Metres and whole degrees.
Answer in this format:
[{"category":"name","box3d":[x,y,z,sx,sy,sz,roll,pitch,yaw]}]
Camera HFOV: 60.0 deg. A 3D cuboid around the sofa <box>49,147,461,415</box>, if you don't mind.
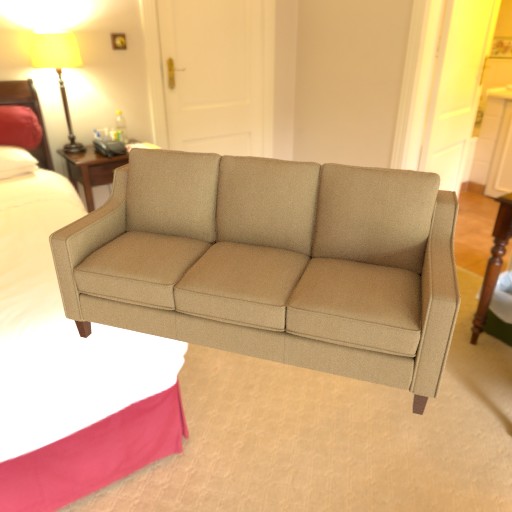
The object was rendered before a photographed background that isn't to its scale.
[{"category":"sofa","box3d":[0.000,0.000,2.456,1.986,0.974,0.911,8,28,16]}]
